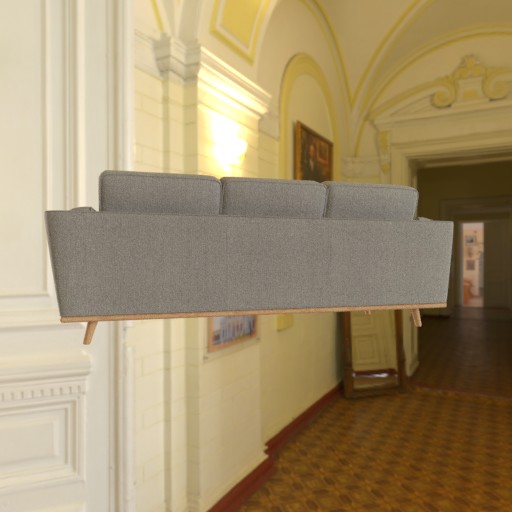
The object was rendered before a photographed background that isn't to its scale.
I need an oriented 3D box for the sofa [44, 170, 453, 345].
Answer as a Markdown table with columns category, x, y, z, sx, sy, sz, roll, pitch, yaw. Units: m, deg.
| category | x | y | z | sx | sy | sz | roll | pitch | yaw |
| --- | --- | --- | --- | --- | --- | --- | --- | --- | --- |
| sofa | 0.000 | 0.000 | 2.830 | 2.362 | 0.899 | 0.903 | 0 | 0 | -17 |
